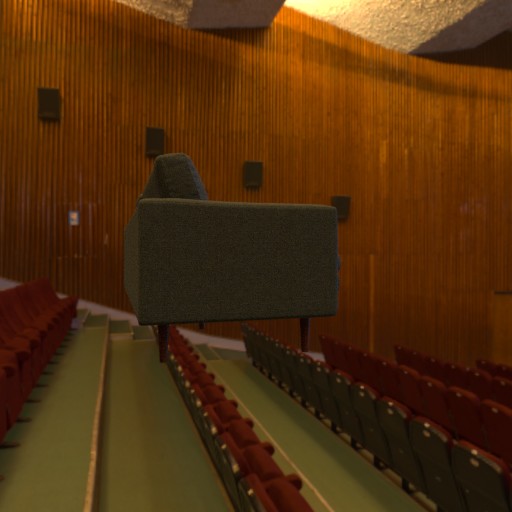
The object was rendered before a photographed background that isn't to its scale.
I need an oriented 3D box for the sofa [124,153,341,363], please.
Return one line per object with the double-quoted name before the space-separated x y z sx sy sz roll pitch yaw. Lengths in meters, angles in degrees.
"sofa" 0.000 0.000 3.012 1.667 0.957 2.055 0 0 -18
